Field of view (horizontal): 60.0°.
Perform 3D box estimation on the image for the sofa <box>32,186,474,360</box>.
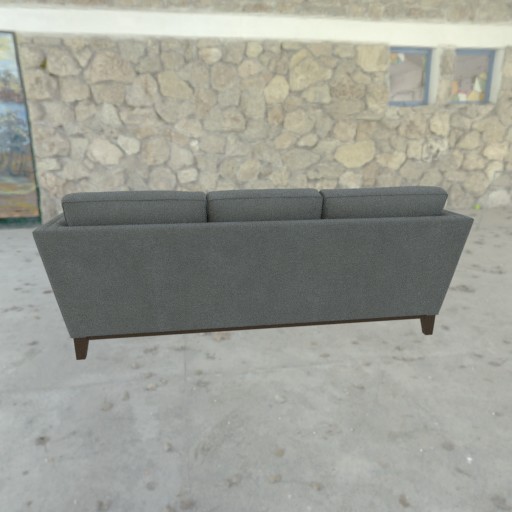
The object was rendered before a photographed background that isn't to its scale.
[{"bbox_3d":[0.000,0.000,2.890,2.387,0.940,0.965,-2,15,-9],"label":"sofa"}]
